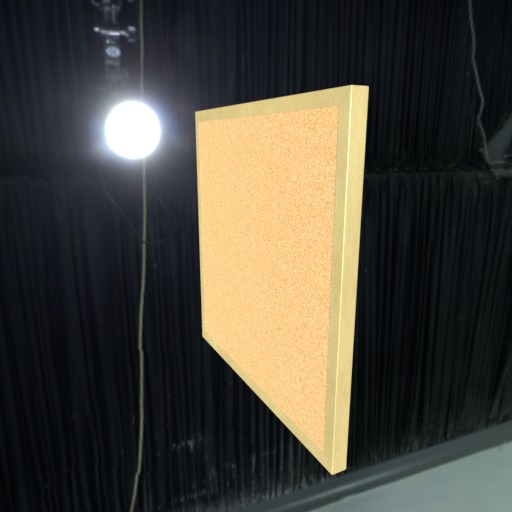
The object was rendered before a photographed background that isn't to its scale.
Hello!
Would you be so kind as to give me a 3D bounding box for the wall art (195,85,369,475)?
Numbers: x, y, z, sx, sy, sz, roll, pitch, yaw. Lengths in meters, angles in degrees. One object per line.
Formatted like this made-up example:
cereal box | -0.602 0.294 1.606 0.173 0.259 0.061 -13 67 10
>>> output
wall art | 0.000 0.000 1.163 0.037 0.763 0.763 -7 16 -26
